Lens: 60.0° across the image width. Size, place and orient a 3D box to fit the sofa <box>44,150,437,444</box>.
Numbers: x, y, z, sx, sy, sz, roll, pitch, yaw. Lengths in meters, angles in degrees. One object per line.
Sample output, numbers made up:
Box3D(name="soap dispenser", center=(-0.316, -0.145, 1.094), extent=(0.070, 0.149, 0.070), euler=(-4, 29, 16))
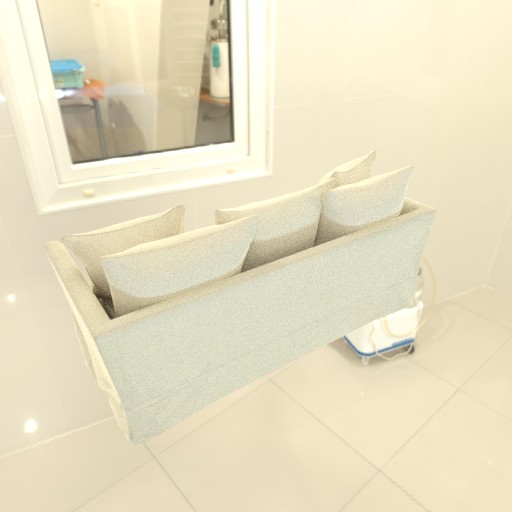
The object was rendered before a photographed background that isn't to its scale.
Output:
Box3D(name="sofa", center=(0.000, 0.000, 2.858), extent=(2.290, 1.034, 1.031), euler=(-19, 35, -29))
